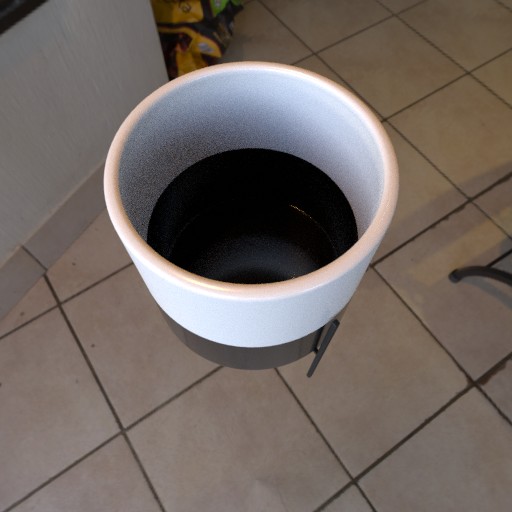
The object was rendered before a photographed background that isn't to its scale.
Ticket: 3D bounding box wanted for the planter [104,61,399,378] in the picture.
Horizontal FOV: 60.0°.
[{"bbox_3d":[0.000,0.000,0.643,0.310,0.432,0.310,34,68,16],"label":"planter"}]
